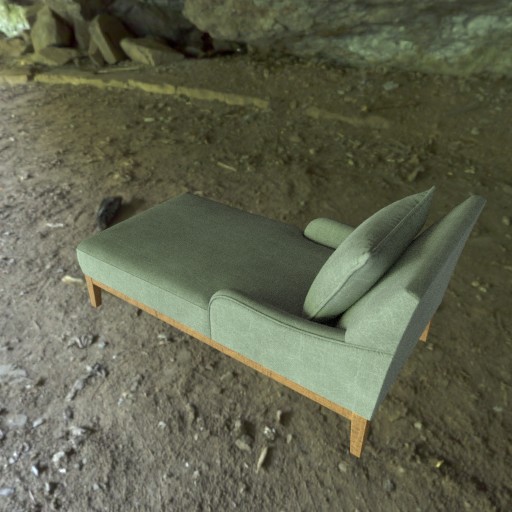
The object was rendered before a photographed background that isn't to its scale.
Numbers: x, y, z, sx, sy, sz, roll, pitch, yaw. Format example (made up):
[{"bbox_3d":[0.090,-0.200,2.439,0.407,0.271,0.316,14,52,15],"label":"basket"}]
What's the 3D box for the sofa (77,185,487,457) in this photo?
[{"bbox_3d":[0.000,0.000,2.211,1.779,0.859,0.894,20,37,30],"label":"sofa"}]
